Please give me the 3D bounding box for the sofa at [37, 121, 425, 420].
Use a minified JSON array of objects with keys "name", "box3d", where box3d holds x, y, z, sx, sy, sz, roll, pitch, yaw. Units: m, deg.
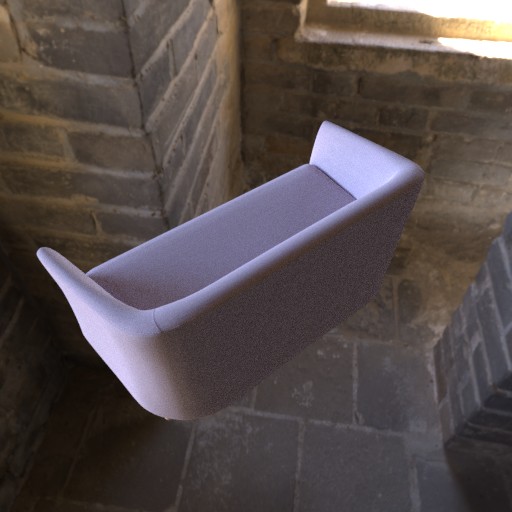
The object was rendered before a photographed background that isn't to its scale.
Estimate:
[{"name":"sofa","box3d":[0.000,0.000,1.849,1.452,0.721,0.705,-30,53,-26]}]
